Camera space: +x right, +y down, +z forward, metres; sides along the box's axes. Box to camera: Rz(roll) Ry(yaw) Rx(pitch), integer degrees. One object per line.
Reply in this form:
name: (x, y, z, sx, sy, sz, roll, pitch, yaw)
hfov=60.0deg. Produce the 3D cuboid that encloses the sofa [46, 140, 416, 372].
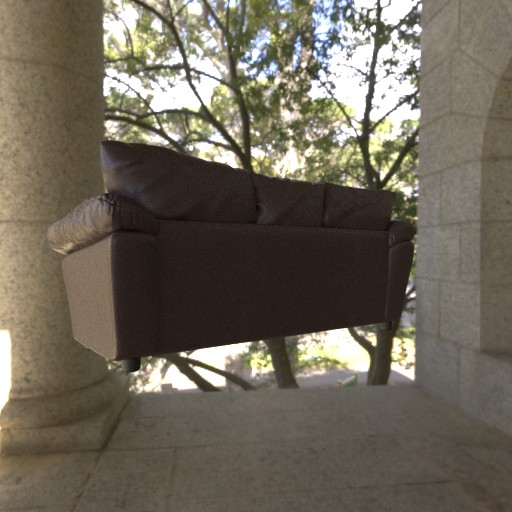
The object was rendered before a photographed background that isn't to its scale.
sofa: (0.000, 0.000, 2.883, 2.390, 1.091, 0.907, 0, 0, -37)
